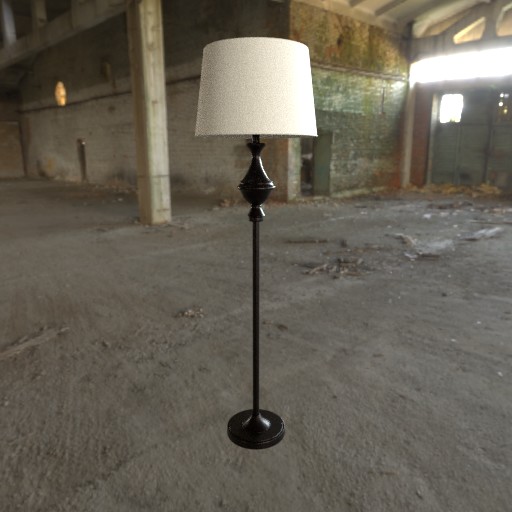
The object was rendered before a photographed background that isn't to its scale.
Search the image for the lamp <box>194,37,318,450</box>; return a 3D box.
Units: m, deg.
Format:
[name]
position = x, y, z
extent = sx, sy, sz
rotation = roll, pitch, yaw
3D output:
[lamp]
position = 0.000, 0.000, 1.664
extent = 0.431, 1.484, 0.431
rotation = 0, 13, 0
